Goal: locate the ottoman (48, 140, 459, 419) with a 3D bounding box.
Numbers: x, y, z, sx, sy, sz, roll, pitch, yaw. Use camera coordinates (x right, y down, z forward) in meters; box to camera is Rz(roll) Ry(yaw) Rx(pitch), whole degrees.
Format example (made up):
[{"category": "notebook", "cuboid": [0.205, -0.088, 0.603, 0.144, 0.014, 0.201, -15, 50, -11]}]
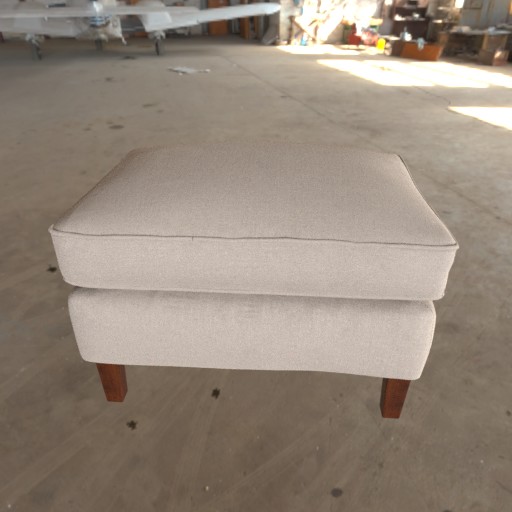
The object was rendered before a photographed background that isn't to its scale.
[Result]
[{"category": "ottoman", "cuboid": [0.000, 0.000, 0.960, 0.665, 0.456, 0.501, 2, 30, 4]}]
